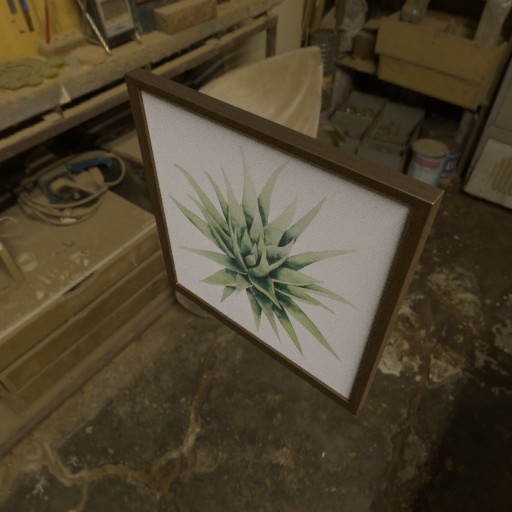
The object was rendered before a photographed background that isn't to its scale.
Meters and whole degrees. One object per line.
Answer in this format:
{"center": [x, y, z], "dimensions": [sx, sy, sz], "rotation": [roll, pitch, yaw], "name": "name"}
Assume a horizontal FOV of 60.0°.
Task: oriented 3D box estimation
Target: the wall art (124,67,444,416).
{"center": [0.000, 0.000, 0.763], "dimensions": [0.503, 0.506, 0.030], "rotation": [30, 53, 26], "name": "wall art"}
